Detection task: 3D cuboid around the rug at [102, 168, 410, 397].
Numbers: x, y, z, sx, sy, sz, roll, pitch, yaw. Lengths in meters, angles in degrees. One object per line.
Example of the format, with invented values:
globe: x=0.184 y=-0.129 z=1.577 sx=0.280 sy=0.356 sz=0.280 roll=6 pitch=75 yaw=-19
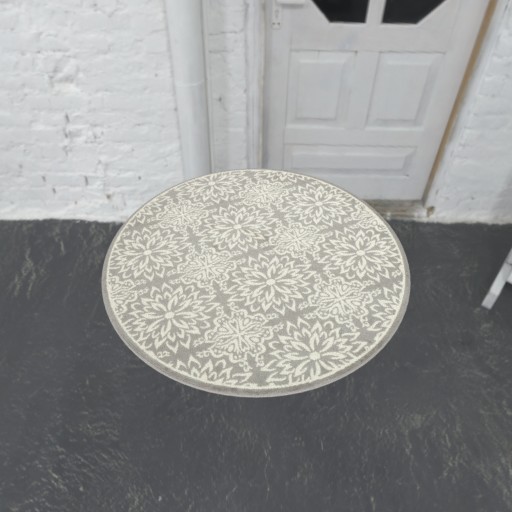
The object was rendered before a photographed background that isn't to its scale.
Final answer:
rug: x=0.000 y=0.000 z=2.351 sx=1.593 sy=0.012 sz=1.593 roll=0 pitch=46 yaw=0
